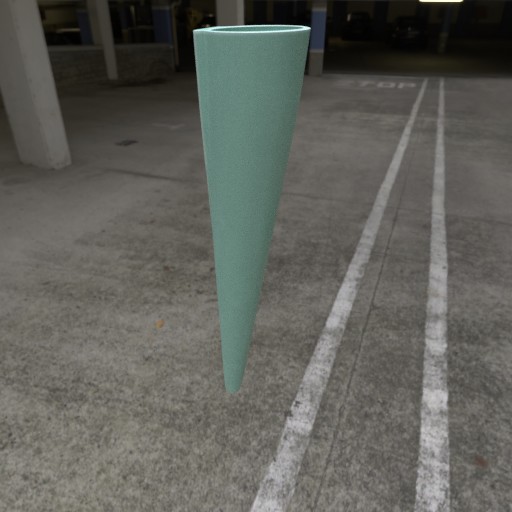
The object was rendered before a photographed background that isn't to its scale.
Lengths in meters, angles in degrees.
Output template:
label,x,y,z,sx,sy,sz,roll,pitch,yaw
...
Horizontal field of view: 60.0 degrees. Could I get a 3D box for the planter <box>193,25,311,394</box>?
label,x,y,z,sx,sy,sz,roll,pitch,yaw
planter,0.000,0.000,0.291,0.055,0.268,0.054,11,32,17
